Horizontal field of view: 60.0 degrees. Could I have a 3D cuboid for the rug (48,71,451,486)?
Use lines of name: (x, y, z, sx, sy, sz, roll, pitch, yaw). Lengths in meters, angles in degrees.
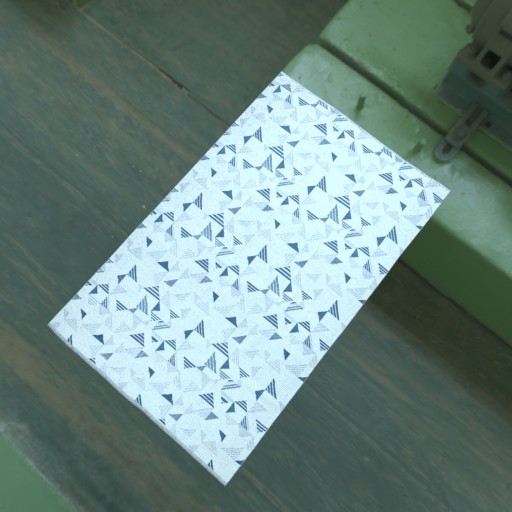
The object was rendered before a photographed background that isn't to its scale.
rug: (0.000, 0.000, 2.987, 1.512, 0.009, 2.457, 39, 79, 9)
